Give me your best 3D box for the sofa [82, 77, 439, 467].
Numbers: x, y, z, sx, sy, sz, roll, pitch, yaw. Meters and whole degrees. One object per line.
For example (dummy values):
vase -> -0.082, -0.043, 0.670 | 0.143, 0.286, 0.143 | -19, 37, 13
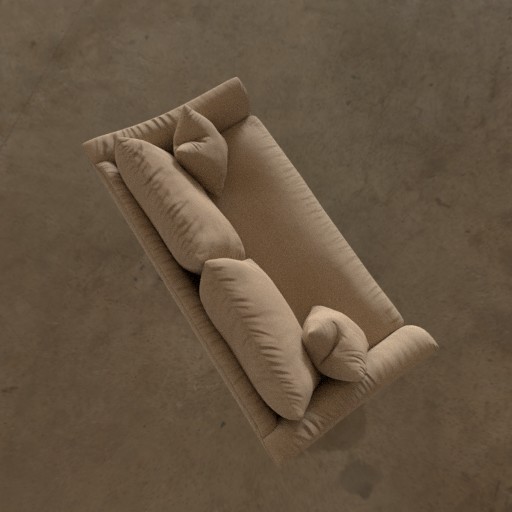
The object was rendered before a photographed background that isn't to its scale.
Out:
sofa -> 0.000, 0.000, 2.673 | 1.072, 1.018, 2.010 | -32, 77, -8
